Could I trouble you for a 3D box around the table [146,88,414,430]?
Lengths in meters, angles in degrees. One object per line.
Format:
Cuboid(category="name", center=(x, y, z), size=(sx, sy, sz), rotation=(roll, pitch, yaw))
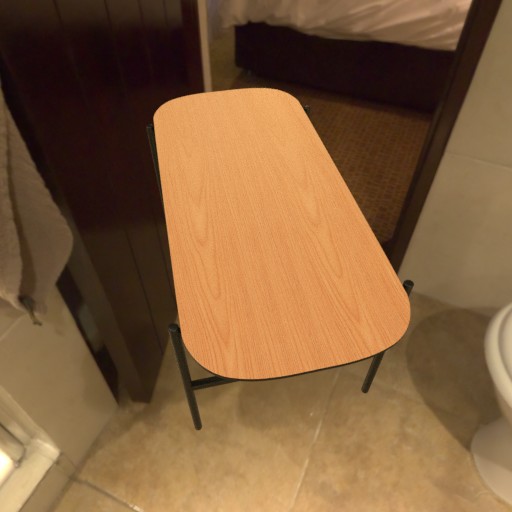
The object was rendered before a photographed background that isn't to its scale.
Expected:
Cuboid(category="table", center=(0.000, 0.000, 1.028), size=(0.400, 0.400, 0.800), rotation=(-9, 49, -8))
